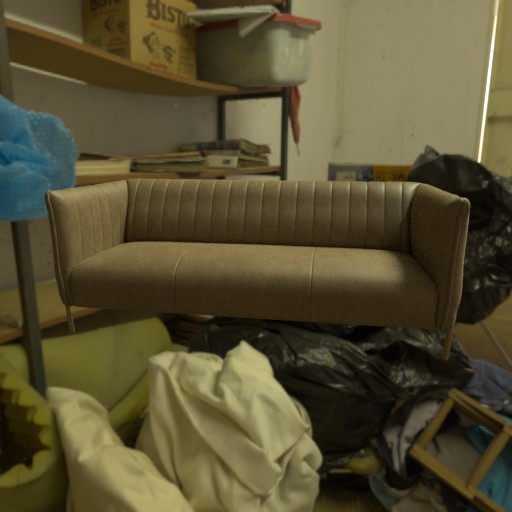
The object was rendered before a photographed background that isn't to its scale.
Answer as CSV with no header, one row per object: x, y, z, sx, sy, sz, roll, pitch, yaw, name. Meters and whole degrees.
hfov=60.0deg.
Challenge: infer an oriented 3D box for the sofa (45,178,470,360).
0.000,0.000,2.448,1.980,0.779,0.876,2,14,9,sofa
